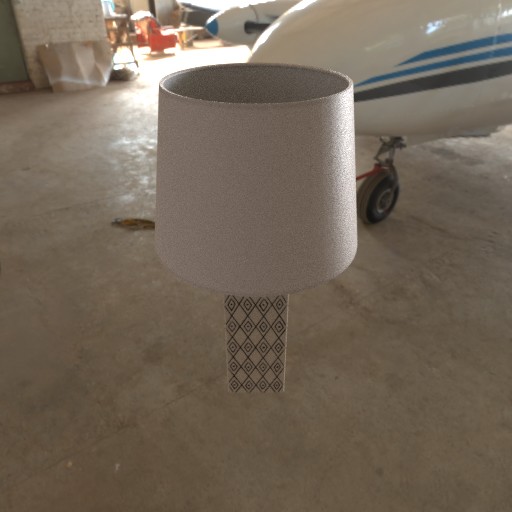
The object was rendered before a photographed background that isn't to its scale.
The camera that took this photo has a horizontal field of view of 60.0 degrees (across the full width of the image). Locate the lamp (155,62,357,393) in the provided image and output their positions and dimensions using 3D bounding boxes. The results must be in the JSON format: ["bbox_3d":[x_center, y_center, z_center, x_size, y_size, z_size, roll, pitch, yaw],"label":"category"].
[{"bbox_3d":[0.000,0.000,0.577,0.251,0.435,0.251,0,33,0],"label":"lamp"}]
